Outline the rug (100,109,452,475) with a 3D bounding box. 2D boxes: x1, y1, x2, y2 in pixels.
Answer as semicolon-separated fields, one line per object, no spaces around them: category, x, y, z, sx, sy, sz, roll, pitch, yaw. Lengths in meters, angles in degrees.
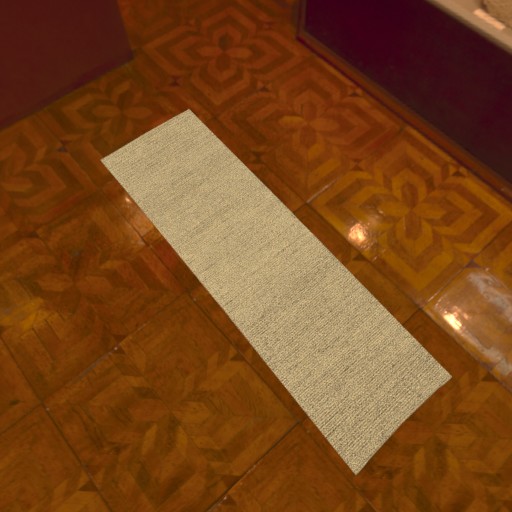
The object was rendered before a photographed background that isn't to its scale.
rug;0.000;0.000;2.526;0.692;0.032;2.320;-36;69;-16
